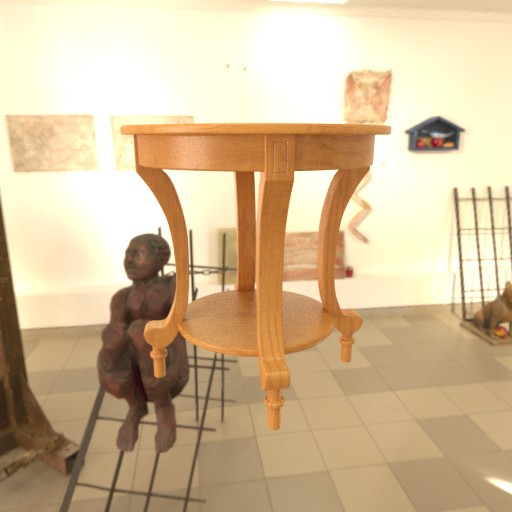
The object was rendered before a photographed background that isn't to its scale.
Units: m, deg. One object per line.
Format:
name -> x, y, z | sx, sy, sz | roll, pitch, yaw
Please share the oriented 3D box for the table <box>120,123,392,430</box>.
table -> 0.000, 0.000, 1.094 | 0.597, 0.612, 0.597 | 0, 15, 0
